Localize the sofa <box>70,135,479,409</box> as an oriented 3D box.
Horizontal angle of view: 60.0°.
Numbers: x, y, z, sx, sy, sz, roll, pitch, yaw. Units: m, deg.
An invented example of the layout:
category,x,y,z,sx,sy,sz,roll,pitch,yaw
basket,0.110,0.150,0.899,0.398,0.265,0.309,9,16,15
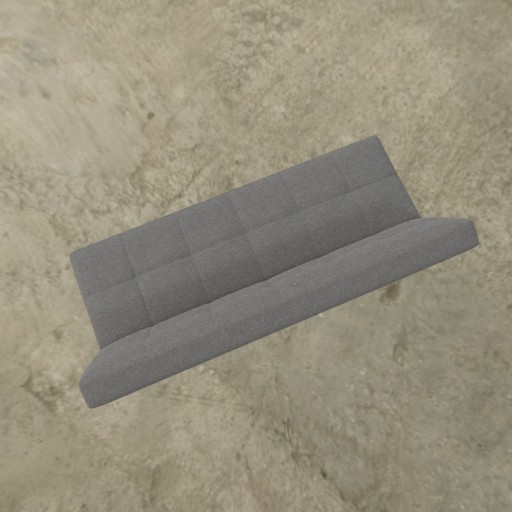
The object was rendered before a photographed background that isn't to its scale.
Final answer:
category,x,y,z,sx,sy,sz,roll,pitch,yaw
sofa,0.000,0.000,2.266,1.820,0.770,0.820,-22,77,-5
